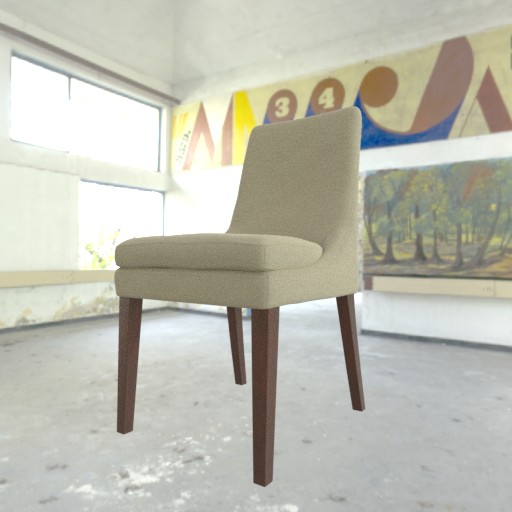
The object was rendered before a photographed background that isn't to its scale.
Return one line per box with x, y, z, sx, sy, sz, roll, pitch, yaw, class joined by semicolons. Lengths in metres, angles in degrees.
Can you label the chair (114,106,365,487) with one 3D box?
0.000;0.000;1.288;0.515;0.940;0.638;0;1;36;chair
